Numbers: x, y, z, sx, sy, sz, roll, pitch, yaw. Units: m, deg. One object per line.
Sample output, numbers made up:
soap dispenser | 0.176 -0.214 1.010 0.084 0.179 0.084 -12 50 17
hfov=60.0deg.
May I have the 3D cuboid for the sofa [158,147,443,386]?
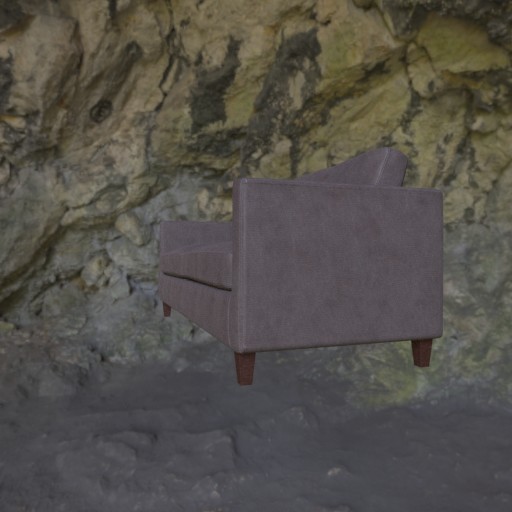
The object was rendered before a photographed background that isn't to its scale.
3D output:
sofa | 0.000 0.000 2.751 0.951 0.965 2.208 0 0 -20
